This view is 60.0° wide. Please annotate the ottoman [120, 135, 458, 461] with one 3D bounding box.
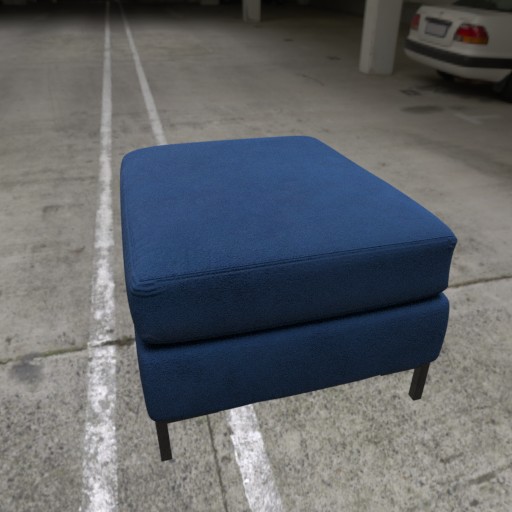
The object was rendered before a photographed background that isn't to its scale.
[{"bbox_3d":[0.000,0.000,1.182,0.655,0.485,0.794,-8,31,-14],"label":"ottoman"}]
